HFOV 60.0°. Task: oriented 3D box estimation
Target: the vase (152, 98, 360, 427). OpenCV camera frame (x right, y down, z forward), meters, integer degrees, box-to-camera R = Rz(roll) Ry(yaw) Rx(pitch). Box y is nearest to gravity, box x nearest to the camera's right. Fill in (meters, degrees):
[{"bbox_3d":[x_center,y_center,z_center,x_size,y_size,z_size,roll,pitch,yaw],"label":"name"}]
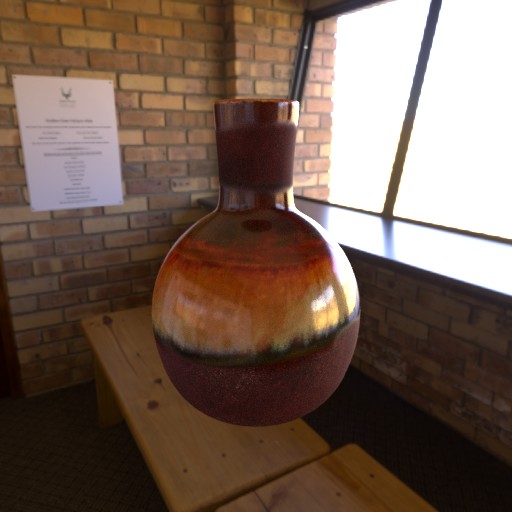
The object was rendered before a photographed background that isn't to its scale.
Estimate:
[{"bbox_3d":[0.000,0.000,0.234,0.111,0.154,0.111,0,16,0],"label":"vase"}]
